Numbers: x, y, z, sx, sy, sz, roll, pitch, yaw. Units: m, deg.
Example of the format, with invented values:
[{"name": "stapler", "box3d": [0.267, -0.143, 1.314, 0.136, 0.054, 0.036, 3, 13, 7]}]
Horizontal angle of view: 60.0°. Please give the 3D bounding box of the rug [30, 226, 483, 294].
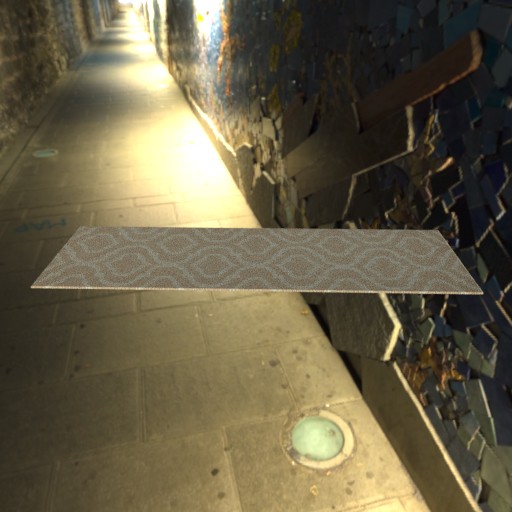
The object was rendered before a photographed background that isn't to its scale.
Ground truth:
[{"name": "rug", "box3d": [0.000, 0.000, 2.535, 2.289, 0.013, 0.691, 1, 30, 1]}]
